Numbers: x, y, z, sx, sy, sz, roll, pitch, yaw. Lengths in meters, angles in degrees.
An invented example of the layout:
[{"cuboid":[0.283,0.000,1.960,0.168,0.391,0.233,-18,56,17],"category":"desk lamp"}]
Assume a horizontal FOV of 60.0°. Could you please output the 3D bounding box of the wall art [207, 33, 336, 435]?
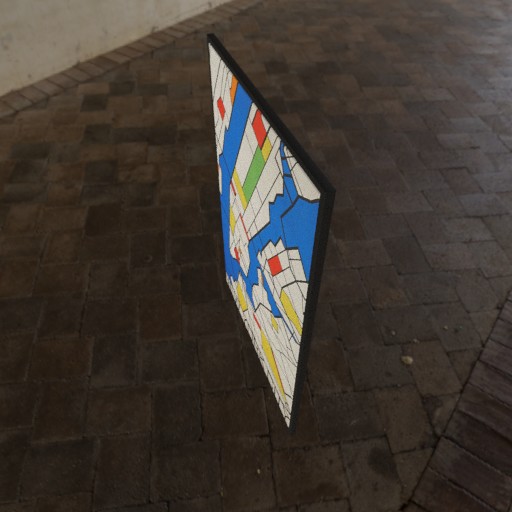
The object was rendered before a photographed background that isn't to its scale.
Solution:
[{"cuboid":[0.000,0.000,0.852,0.013,0.657,0.457,-15,49,-14],"category":"wall art"}]
